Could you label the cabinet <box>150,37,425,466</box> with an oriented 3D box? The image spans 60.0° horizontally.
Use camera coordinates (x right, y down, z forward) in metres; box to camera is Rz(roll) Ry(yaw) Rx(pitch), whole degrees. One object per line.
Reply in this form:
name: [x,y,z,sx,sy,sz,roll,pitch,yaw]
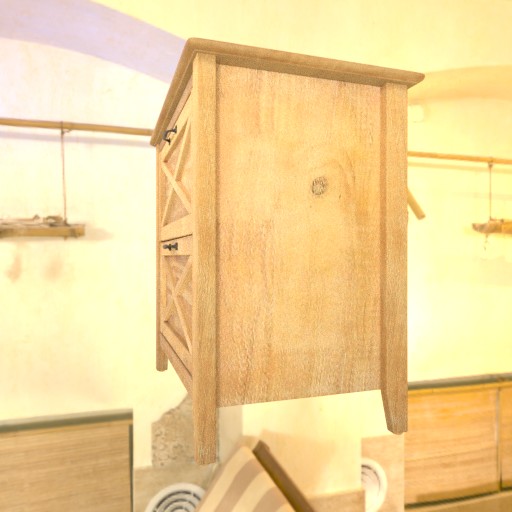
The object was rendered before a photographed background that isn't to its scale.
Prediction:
cabinet: [0.000,0.000,1.207,0.503,0.762,0.763,0,0,-18]
